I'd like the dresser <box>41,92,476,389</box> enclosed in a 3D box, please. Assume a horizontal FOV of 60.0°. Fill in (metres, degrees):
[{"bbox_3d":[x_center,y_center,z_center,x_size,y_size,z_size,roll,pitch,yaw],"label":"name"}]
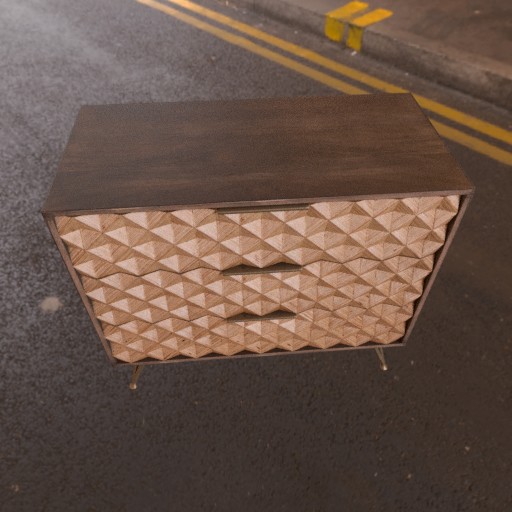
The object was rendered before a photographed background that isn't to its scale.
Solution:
[{"bbox_3d":[0.000,0.000,1.375,0.923,0.801,0.453,-3,47,-3],"label":"dresser"}]
